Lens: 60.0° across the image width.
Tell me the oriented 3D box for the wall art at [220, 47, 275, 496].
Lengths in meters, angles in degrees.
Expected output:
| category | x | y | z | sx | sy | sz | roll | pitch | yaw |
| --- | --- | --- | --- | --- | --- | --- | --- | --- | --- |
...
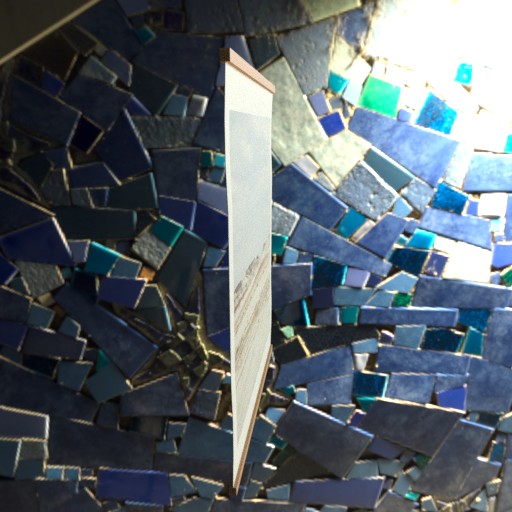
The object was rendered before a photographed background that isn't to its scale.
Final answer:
| category | x | y | z | sx | sy | sz | roll | pitch | yaw |
| --- | --- | --- | --- | --- | --- | --- | --- | --- | --- |
| wall art | 0.000 | 0.000 | 0.789 | 0.011 | 0.605 | 0.458 | 2 | 16 | 8 |
